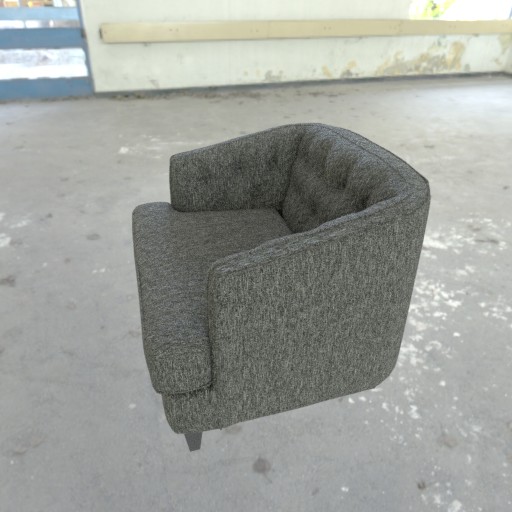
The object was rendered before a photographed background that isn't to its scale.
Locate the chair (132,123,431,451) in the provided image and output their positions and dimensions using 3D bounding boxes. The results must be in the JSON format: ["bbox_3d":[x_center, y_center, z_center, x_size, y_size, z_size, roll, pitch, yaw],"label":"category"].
[{"bbox_3d":[0.000,0.000,1.773,0.941,0.852,1.104,-8,31,-14],"label":"chair"}]
